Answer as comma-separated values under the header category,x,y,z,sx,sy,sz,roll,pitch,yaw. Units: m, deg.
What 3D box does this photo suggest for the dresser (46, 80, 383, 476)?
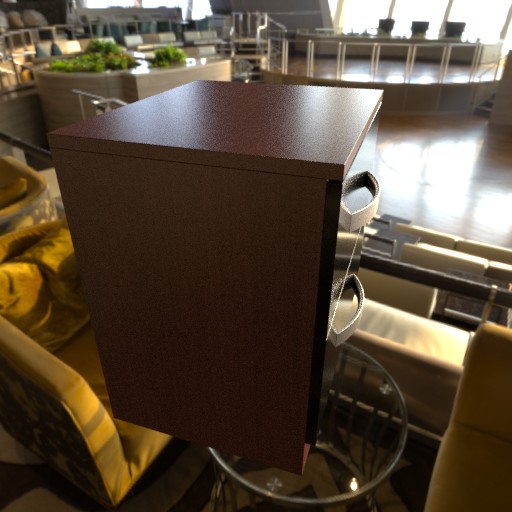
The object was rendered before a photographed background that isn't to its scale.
category,x,y,z,sx,sy,sz,roll,pitch,yaw
dresser,0.000,0.000,0.728,0.360,0.470,0.400,10,32,16
